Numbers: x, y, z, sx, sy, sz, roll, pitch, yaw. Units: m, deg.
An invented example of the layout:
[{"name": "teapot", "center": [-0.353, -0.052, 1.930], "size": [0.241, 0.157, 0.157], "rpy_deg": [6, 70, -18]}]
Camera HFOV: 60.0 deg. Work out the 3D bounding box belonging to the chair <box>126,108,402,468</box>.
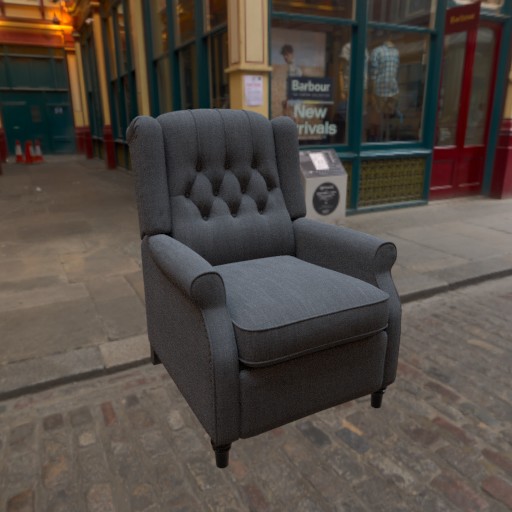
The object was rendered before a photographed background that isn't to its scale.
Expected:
[{"name": "chair", "center": [0.000, 0.000, 1.615], "size": [0.742, 1.035, 0.898], "rpy_deg": [-9, 19, -27]}]
